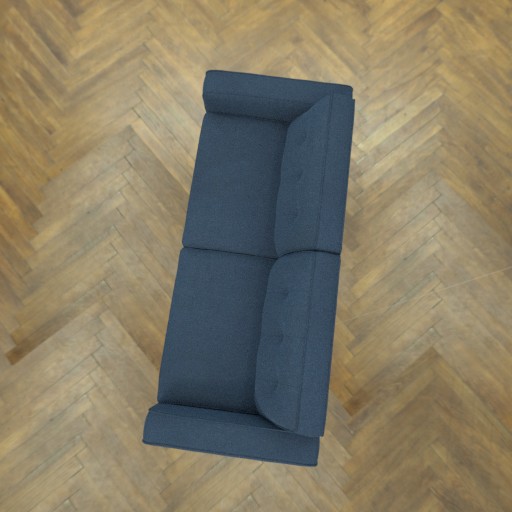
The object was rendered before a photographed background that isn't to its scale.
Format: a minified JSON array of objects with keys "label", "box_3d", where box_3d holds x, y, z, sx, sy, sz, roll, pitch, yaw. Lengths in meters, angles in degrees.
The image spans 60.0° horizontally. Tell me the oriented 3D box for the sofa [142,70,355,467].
[{"label":"sofa","box_3d":[0.000,0.000,2.726,0.953,0.782,2.270,7,78,2]}]
